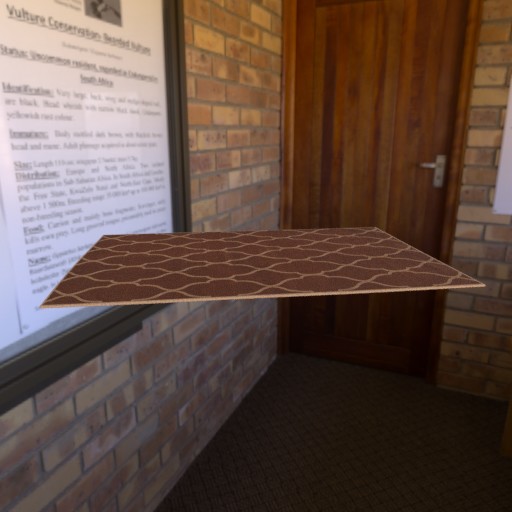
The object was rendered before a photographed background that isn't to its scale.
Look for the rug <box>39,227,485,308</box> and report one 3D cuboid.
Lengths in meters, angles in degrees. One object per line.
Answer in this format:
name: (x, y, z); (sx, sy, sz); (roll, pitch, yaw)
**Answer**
rug: (0.000, 0.000, 2.954); (2.290, 0.014, 1.526); (-2, 16, -7)
